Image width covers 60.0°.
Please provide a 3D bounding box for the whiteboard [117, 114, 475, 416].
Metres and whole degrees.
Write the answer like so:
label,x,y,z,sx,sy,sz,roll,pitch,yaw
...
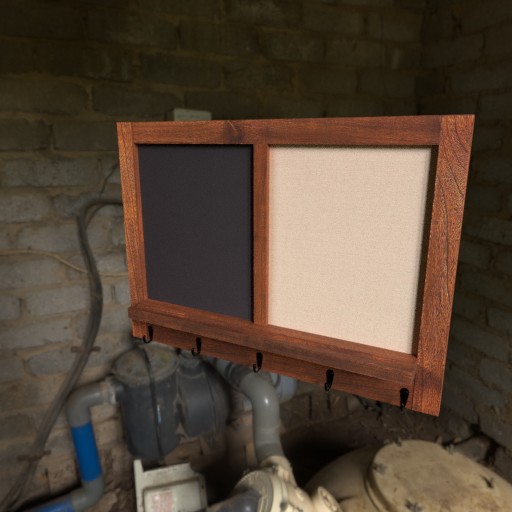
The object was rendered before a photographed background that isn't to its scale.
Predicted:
label,x,y,z,sx,sy,sz,roll,pitch,yaw
whiteboard,0.000,0.000,0.936,0.768,0.553,0.083,8,17,27
